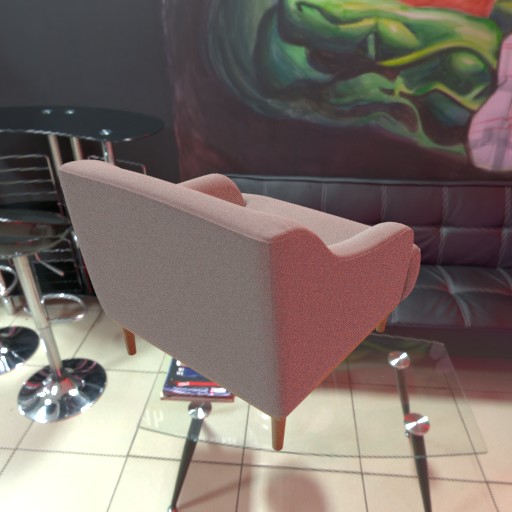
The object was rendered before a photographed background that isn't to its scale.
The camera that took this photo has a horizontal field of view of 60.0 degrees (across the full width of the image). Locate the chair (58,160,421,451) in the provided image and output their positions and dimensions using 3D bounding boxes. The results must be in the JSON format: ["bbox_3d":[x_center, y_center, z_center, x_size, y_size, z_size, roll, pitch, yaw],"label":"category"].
[{"bbox_3d":[0.000,0.000,1.627,0.946,0.818,0.951,21,36,32],"label":"chair"}]
